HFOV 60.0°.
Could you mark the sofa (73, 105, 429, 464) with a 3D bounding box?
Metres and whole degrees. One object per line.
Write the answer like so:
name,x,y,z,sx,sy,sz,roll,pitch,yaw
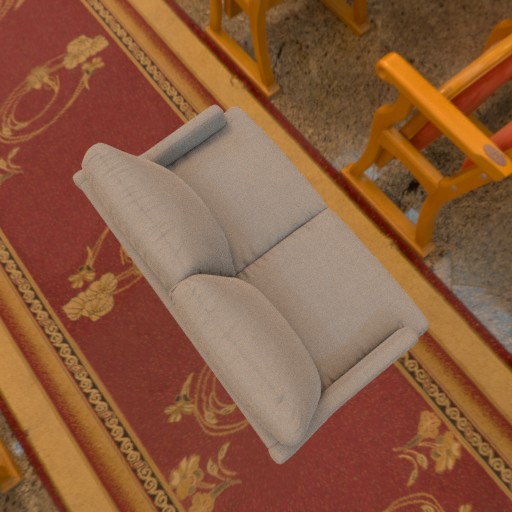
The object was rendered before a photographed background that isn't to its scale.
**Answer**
sofa,0.000,0.000,2.196,0.987,0.921,1.589,-36,77,-10
